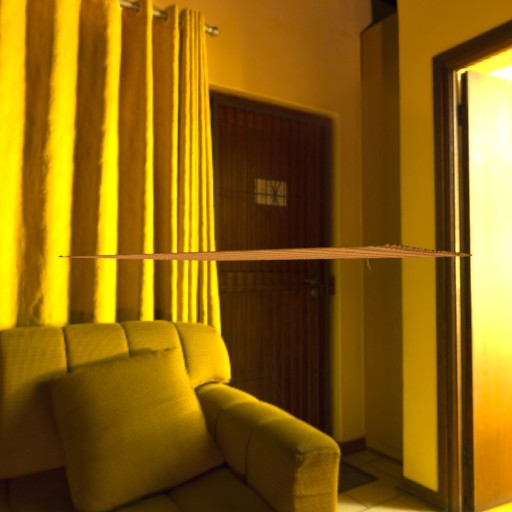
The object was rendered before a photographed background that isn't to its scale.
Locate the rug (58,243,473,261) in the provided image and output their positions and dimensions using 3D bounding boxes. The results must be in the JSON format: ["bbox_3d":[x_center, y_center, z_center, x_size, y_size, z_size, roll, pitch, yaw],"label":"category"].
[{"bbox_3d":[0.000,0.000,2.320,1.875,0.013,1.162,-1,-2,37],"label":"rug"}]
